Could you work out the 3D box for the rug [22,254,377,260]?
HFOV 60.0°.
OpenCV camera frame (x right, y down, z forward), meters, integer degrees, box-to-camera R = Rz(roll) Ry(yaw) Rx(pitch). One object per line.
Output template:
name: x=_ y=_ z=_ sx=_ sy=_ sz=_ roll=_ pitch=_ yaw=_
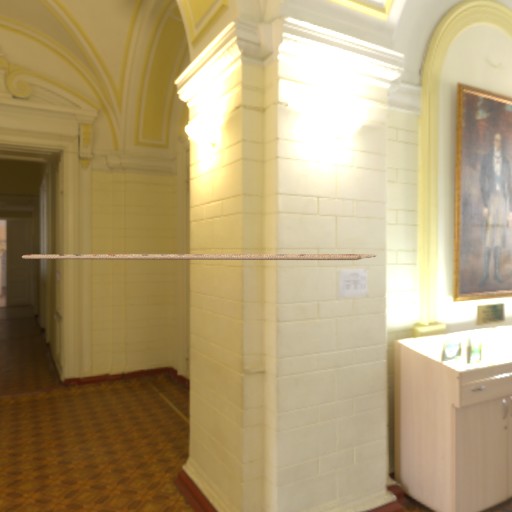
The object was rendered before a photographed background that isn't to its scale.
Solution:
rug: x=0.000 y=0.000 z=2.990 sx=1.521 sy=0.023 sz=2.464 roll=0 pitch=0 yaw=16
